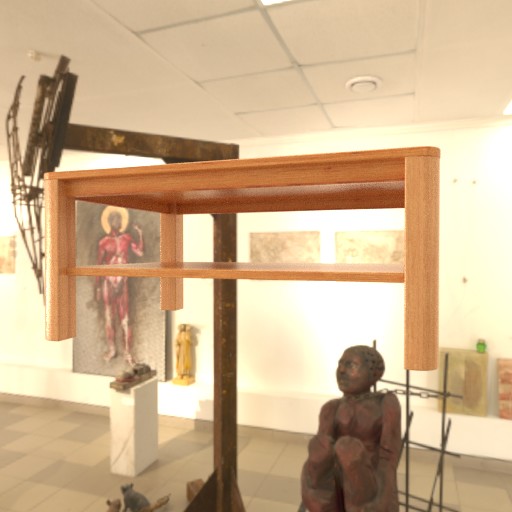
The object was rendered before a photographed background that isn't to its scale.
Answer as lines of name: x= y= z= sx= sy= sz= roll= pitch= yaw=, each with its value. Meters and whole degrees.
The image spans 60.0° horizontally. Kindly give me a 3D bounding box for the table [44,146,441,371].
table: x=0.000 y=0.000 z=1.352 sx=0.997 sy=0.445 sz=0.696 roll=0 pitch=1 yaw=19
